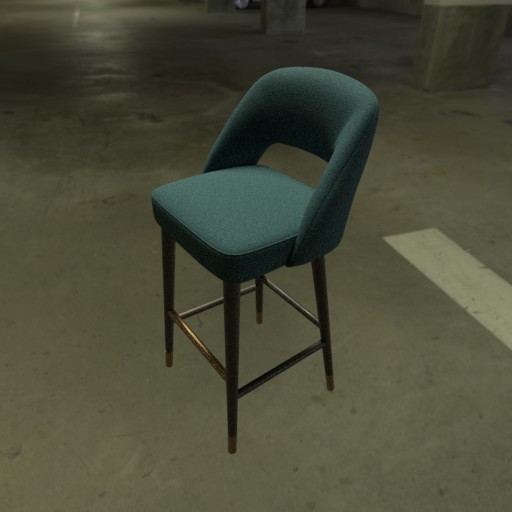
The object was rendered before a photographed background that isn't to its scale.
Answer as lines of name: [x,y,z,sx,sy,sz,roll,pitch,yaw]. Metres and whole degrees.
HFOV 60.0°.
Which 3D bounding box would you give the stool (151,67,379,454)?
stool: [0.000,0.000,1.373,0.522,1.032,0.536,-21,38,-29]
